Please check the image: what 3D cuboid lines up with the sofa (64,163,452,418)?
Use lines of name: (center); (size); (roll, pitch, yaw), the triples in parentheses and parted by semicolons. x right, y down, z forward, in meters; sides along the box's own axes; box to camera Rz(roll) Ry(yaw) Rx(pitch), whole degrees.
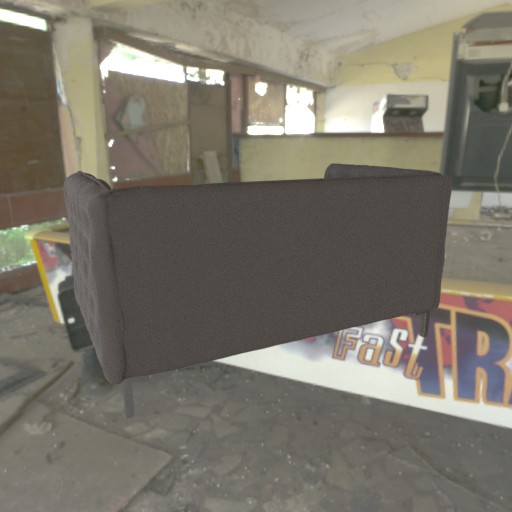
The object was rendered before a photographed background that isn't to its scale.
sofa: (0.000, 0.000, 2.116); (1.583, 0.810, 0.909); (-7, 16, -26)
